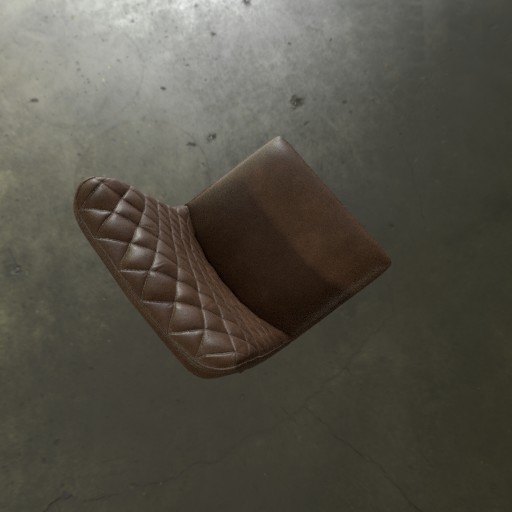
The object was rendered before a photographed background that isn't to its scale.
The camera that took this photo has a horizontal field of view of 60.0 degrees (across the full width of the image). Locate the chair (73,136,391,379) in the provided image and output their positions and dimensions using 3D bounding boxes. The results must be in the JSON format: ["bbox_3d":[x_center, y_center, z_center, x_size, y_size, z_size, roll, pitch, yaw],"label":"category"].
[{"bbox_3d":[0.000,0.000,1.233,0.587,0.889,0.508,-37,78,-9],"label":"chair"}]
